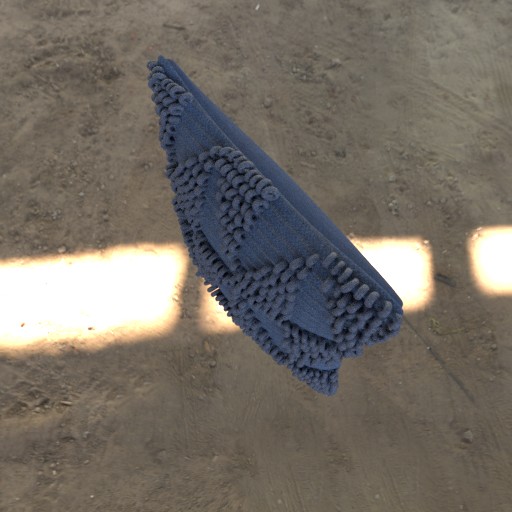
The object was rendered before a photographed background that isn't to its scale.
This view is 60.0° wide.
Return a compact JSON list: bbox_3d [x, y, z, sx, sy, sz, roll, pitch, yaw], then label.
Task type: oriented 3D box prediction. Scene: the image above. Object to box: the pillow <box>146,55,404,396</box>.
[{"bbox_3d":[0.000,0.000,0.710,0.172,0.466,0.469,-35,69,-15],"label":"pillow"}]
